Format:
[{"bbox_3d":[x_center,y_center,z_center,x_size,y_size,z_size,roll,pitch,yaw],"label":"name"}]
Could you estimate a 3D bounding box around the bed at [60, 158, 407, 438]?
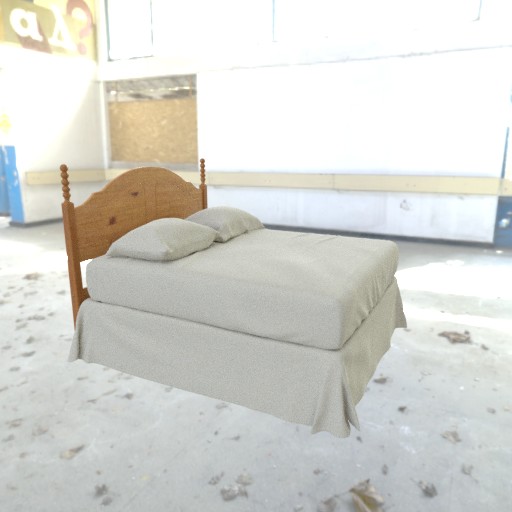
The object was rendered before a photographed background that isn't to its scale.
[{"bbox_3d":[0.000,0.000,3.285,2.040,1.356,1.873,7,16,26],"label":"bed"}]
